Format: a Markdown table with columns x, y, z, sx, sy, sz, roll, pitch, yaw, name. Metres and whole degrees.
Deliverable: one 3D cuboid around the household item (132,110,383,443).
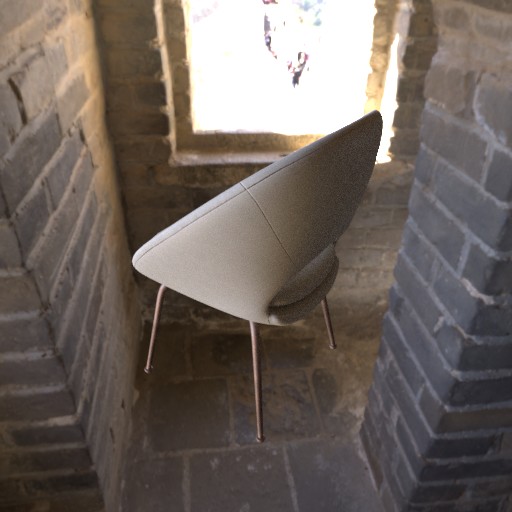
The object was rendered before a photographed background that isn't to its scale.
| x | y | z | sx | sy | sz | roll | pitch | yaw | name |
| --- | --- | --- | --- | --- | --- | --- | --- | --- | --- |
| 0.000 | 0.000 | 1.261 | 0.573 | 0.852 | 0.623 | 21 | 38 | 29 | household item |
